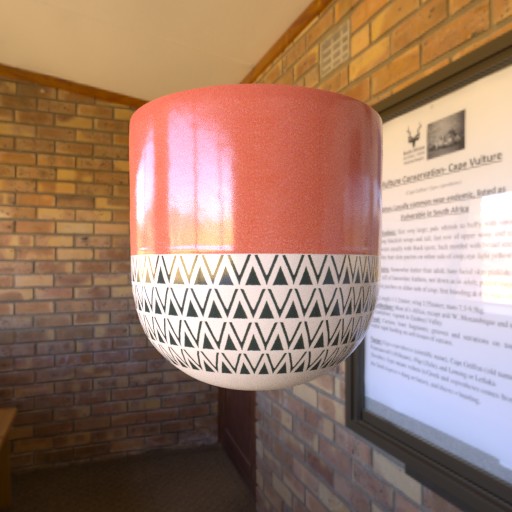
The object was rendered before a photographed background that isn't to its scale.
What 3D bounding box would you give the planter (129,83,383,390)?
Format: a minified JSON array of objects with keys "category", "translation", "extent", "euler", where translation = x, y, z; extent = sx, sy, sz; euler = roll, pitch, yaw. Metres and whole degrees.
[{"category":"planter","translation":[0.000,0.000,0.481],"extent":[0.266,0.270,0.266],"euler":[0,-1,0]}]
